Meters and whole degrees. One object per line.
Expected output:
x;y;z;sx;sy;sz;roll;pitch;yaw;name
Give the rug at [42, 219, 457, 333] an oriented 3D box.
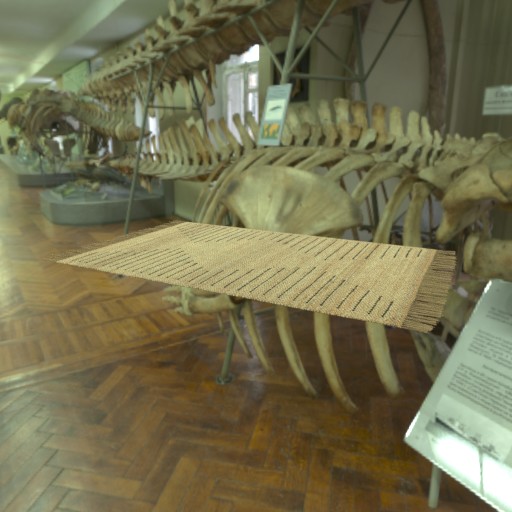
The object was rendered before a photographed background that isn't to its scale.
0.000;0.000;2.544;2.085;0.027;1.224;8;18;26;rug
